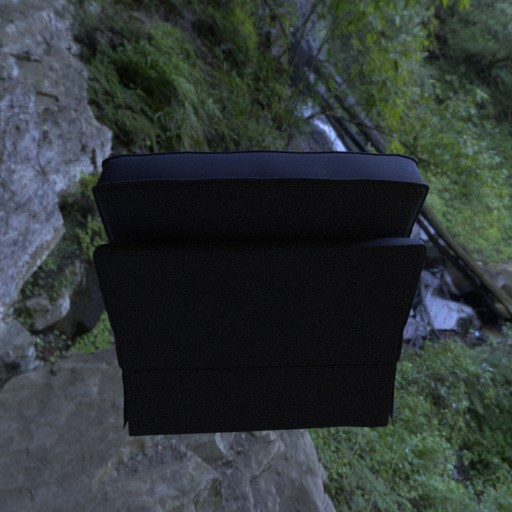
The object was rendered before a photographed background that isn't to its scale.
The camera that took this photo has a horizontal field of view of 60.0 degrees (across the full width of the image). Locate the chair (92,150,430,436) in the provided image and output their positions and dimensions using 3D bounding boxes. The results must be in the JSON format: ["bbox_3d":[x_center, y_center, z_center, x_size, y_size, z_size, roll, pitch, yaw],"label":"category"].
[{"bbox_3d":[0.000,0.000,1.957,1.119,1.140,1.002,-1,31,-2],"label":"chair"}]
